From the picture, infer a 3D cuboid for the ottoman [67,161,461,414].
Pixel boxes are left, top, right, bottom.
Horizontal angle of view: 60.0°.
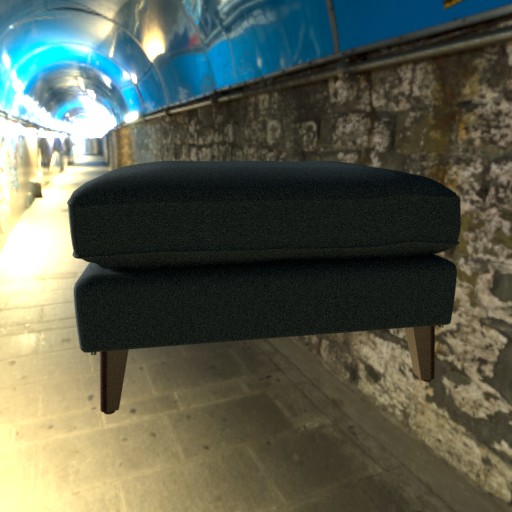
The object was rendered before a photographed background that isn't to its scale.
[{"bbox_3d":[0.000,0.000,1.213,0.835,0.503,0.629,-3,14,-10],"label":"ottoman"}]
